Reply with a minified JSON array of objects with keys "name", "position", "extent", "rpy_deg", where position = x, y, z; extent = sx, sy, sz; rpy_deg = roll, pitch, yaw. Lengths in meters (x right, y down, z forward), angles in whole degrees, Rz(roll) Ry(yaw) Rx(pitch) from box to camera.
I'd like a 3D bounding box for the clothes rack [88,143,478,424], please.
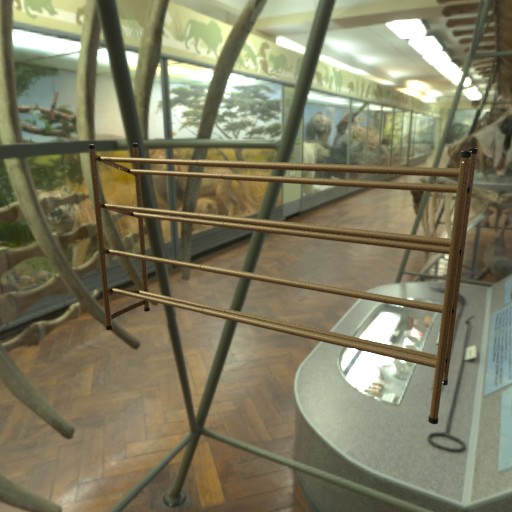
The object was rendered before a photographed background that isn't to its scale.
[{"name":"clothes rack","position":[0.000,0.000,1.393],"extent":[1.168,0.672,0.229],"rpy_deg":[8,18,28]}]
